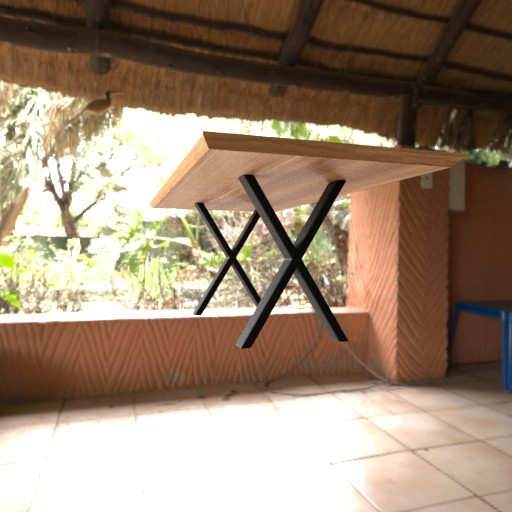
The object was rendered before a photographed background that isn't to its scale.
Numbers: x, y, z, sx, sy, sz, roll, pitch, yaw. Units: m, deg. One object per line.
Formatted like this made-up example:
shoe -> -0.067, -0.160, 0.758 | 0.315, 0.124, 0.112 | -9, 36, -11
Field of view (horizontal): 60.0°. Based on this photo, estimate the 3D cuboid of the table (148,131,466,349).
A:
table -> 0.000, 0.000, 2.454 | 1.000, 0.770, 2.000 | 0, 0, -18
